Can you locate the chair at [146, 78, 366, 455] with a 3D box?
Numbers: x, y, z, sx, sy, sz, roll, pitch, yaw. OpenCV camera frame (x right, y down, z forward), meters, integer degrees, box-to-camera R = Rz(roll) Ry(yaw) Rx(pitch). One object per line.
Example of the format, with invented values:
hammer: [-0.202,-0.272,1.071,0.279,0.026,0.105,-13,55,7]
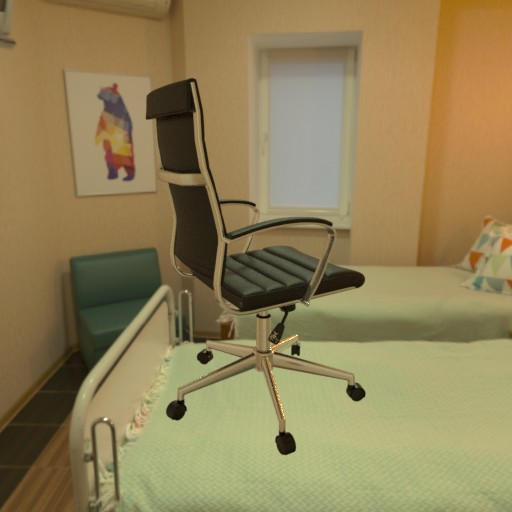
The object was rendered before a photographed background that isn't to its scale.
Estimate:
chair: [0.000,0.000,1.648,0.739,1.149,0.766,-7,16,-27]
